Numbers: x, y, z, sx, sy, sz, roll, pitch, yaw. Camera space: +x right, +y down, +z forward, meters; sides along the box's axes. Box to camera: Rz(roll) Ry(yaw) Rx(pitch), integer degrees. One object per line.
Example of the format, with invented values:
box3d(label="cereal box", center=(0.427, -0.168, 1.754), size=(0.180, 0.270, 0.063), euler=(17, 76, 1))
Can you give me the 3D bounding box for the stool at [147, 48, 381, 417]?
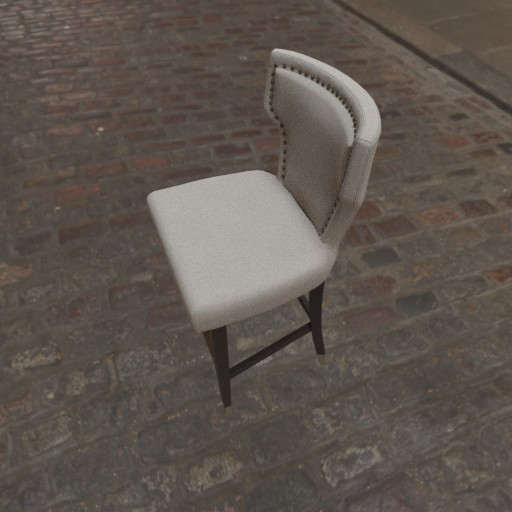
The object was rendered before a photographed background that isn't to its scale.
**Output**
box3d(label="stool", center=(0.000, 0.000, 1.442), size=(0.563, 1.092, 0.526), euler=(-17, 50, -15))
